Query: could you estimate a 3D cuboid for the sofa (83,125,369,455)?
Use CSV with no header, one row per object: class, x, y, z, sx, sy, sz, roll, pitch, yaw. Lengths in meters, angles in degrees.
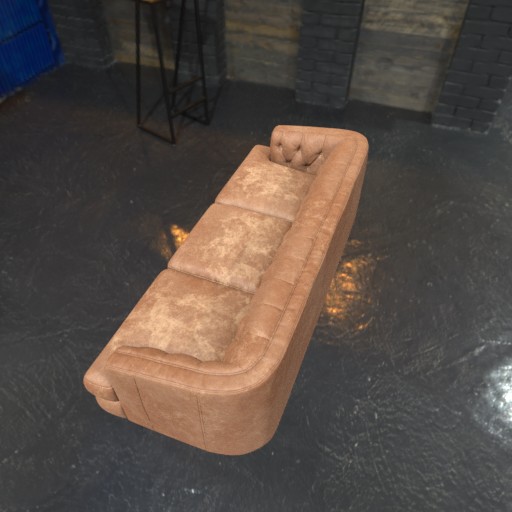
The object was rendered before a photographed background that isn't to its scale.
sofa,0.000,0.000,2.745,0.922,0.791,2.257,16,48,15
